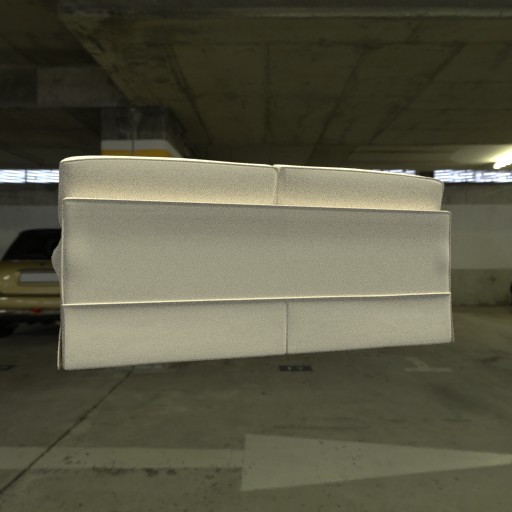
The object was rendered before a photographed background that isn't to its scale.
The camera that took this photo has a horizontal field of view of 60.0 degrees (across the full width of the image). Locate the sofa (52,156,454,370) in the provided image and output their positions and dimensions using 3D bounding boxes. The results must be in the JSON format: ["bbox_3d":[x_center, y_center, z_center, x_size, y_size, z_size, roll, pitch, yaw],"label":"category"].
[{"bbox_3d":[0.000,0.000,2.478,2.021,0.937,0.862,0,0,-17],"label":"sofa"}]
